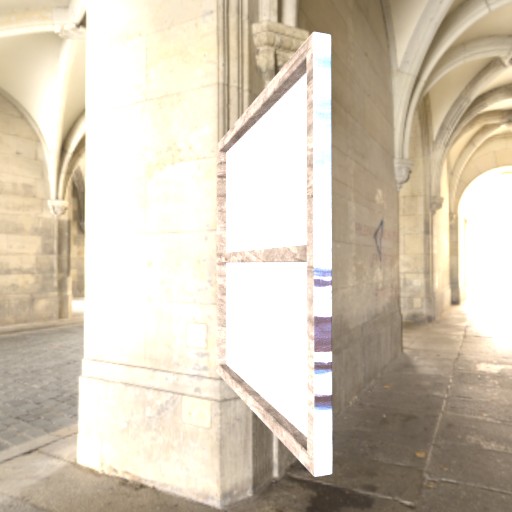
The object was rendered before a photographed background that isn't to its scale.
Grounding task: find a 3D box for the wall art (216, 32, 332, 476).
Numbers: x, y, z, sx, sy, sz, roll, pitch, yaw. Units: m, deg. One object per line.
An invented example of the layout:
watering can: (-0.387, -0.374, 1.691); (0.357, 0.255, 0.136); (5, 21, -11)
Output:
wall art: (0.000, 0.000, 1.101); (0.035, 0.747, 0.747); (0, -1, -18)
